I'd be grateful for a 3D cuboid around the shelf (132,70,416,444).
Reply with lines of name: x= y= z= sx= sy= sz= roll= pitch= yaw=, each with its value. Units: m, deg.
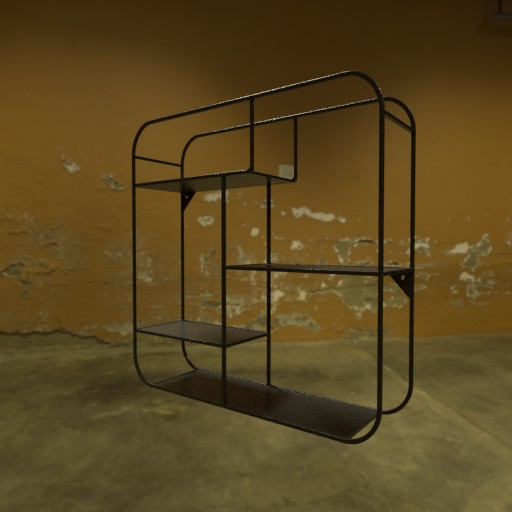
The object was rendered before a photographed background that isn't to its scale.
shelf: x=0.000 y=0.000 z=0.921 sx=0.600 sy=0.600 sz=0.160 roll=1 pitch=2 yaw=37
